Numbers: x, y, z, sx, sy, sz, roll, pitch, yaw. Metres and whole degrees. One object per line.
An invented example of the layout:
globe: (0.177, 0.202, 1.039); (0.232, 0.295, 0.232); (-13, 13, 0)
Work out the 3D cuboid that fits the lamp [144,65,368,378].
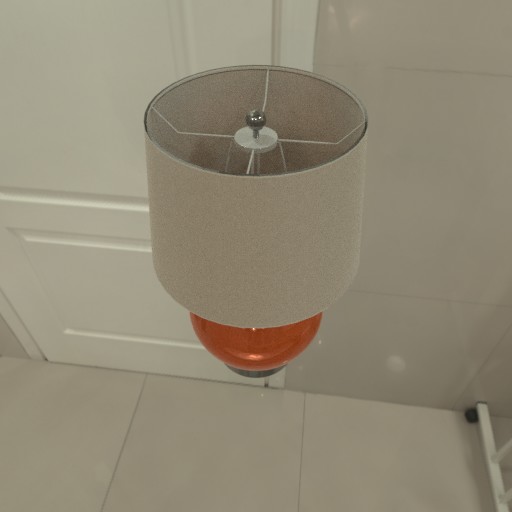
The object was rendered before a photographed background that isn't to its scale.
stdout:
lamp: (0.000, 0.000, 0.549); (0.247, 0.387, 0.247); (0, 46, 0)
